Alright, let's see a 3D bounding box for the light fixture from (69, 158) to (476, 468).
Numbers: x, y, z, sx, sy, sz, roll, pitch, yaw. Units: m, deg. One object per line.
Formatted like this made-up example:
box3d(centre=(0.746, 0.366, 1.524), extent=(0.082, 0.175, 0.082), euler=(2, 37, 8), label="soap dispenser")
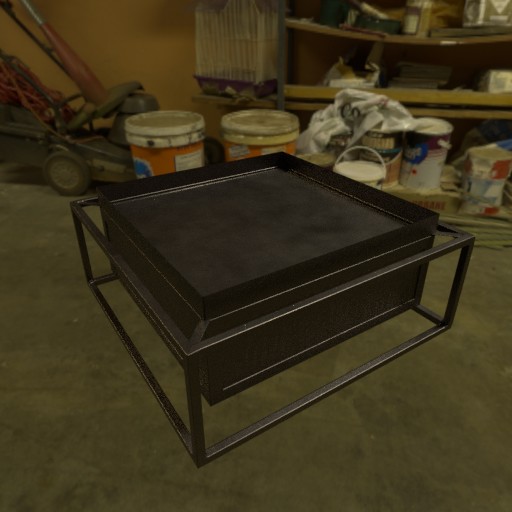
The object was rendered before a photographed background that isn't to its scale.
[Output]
box3d(centre=(0.000, 0.000, 0.701), extent=(0.441, 0.191, 0.441), euler=(-18, 34, -29), label="light fixture")
